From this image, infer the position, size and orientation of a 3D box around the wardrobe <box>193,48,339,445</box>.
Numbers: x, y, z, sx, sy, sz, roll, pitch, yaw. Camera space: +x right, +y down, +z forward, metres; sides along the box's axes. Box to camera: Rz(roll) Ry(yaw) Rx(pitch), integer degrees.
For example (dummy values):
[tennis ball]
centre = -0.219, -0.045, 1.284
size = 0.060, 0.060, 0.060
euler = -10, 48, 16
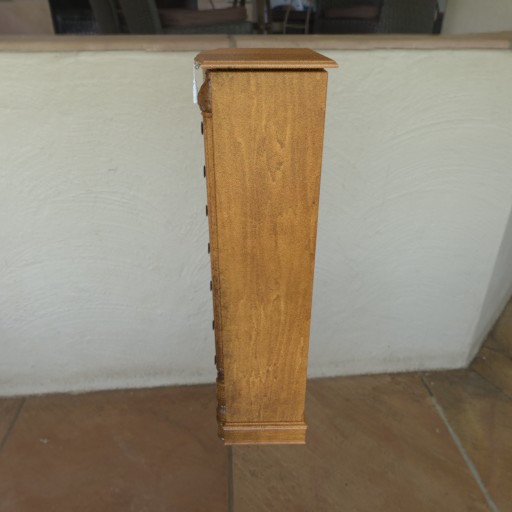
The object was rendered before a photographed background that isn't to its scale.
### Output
[wardrobe]
centre = 0.000, 0.000, 1.150
size = 0.273, 0.959, 0.406
euler = 0, 28, -1
